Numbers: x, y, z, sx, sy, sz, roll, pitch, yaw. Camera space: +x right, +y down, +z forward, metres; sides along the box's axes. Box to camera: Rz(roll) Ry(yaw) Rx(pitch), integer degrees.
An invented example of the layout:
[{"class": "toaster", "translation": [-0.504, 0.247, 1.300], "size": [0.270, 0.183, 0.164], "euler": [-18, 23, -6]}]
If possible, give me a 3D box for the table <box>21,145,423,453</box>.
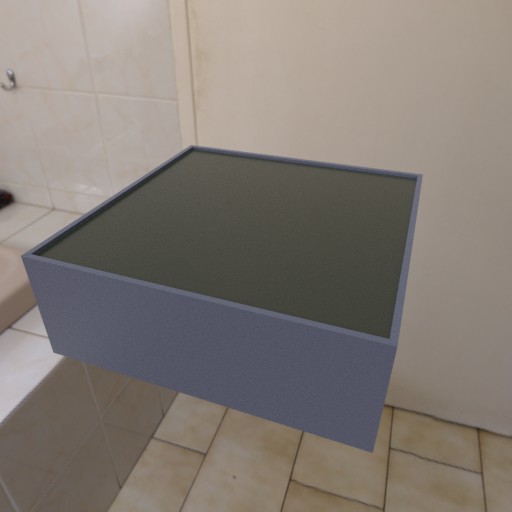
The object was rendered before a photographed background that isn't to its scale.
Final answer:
[{"class": "table", "translation": [0.000, 0.000, 1.250], "size": [0.801, 0.299, 0.801], "euler": [11, 34, 17]}]
